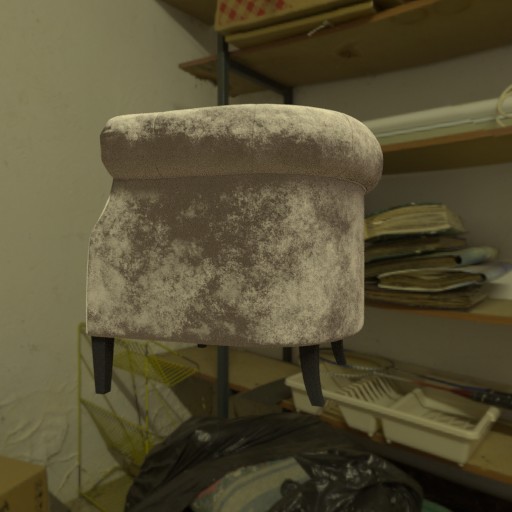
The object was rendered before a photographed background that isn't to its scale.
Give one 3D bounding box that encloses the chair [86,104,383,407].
[{"bbox_3d":[0.000,0.000,1.548,0.851,0.826,0.904,0,0,19],"label":"chair"}]
